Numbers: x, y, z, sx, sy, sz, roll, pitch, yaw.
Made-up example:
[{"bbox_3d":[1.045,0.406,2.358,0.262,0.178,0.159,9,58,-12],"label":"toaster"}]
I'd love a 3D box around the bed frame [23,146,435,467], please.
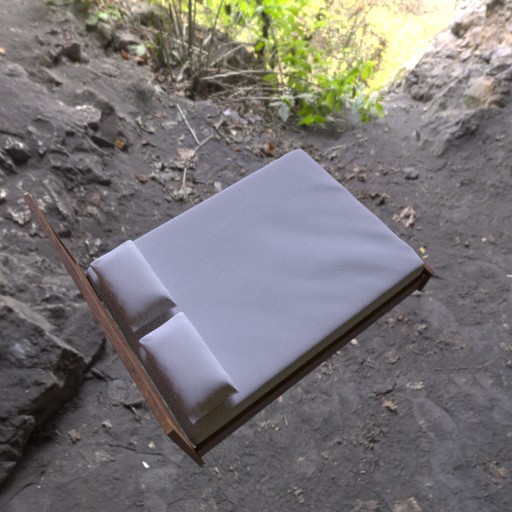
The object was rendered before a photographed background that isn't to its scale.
[{"bbox_3d":[0.000,0.000,3.295,2.276,1.417,1.696,-33,65,-18],"label":"bed frame"}]
